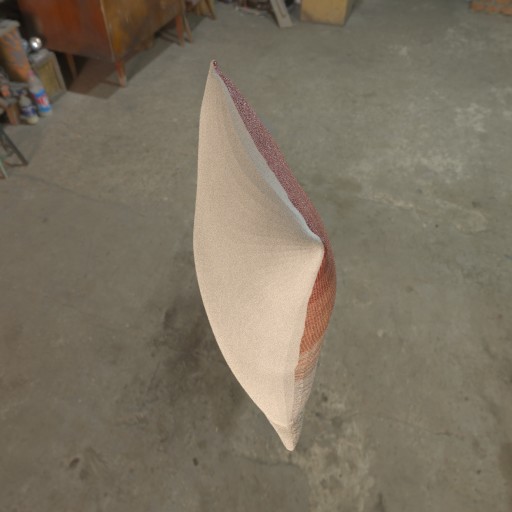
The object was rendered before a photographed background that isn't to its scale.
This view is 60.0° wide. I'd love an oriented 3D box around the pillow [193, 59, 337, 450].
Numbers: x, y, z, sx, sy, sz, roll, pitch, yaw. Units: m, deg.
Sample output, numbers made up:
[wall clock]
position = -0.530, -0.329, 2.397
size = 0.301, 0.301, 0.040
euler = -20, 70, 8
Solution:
[pillow]
position = 0.000, 0.000, 0.680
size = 0.182, 0.441, 0.440
euler = -12, 48, -11
